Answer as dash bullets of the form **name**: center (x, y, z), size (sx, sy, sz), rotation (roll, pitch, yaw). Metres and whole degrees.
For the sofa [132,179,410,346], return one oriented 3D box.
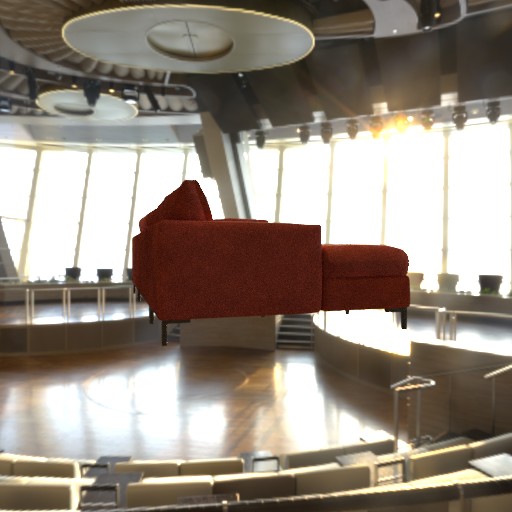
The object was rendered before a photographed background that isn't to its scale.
- **sofa**: center (0.000, 0.000, 3.866), size (1.981, 0.858, 2.971), rotation (0, 1, -18)
